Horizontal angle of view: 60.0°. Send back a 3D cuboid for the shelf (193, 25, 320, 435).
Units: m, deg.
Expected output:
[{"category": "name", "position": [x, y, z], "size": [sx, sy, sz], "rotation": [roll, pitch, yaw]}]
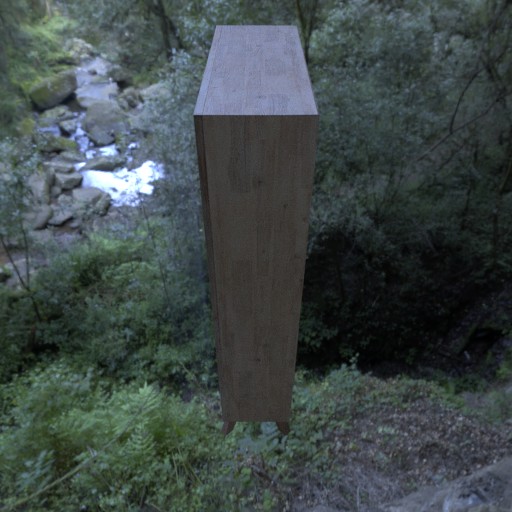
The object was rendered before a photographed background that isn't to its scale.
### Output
[{"category": "shelf", "position": [0.000, 0.000, 1.739], "size": [0.308, 1.471, 0.748], "rotation": [0, 41, 0]}]
